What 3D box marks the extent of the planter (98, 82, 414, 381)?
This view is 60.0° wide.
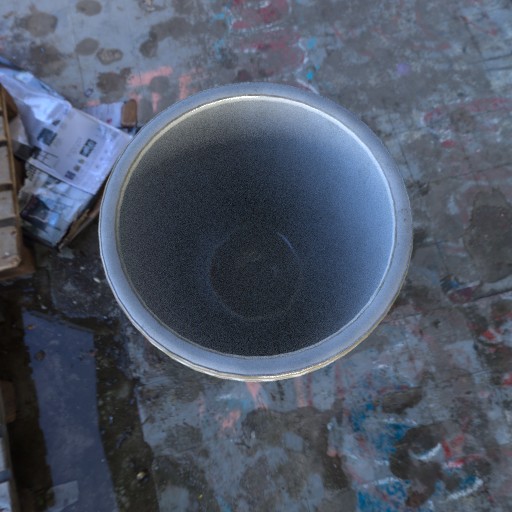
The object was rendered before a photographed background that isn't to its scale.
[{"bbox_3d":[0.000,0.000,0.315,0.173,0.160,0.173,0,74,0],"label":"planter"}]
